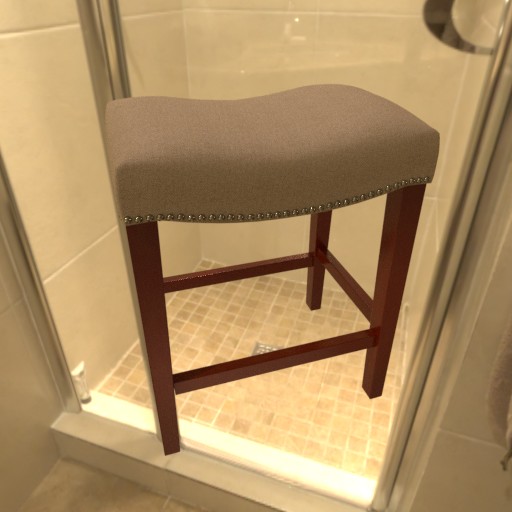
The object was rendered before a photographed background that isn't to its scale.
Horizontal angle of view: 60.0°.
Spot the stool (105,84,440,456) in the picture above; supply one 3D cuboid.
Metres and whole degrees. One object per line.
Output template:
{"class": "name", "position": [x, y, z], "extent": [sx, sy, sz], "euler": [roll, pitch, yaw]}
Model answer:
{"class": "stool", "position": [0.000, 0.000, 0.928], "extent": [0.509, 0.632, 0.375], "euler": [-10, 33, -15]}
